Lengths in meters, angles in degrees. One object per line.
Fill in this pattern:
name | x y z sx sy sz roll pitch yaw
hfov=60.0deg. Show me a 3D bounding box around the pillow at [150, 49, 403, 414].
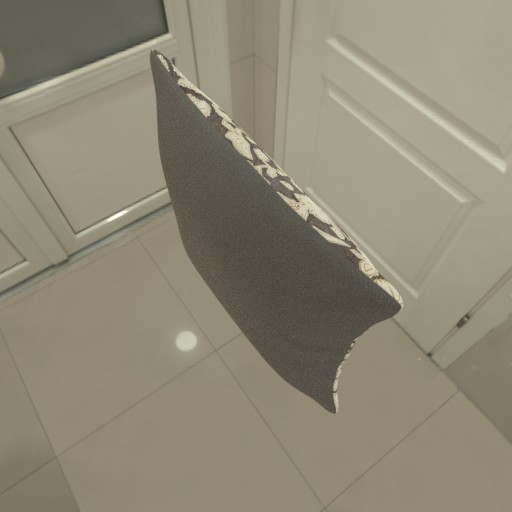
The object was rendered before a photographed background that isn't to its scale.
pillow | 0.000 0.000 0.772 0.166 0.507 0.526 -31 63 -18
